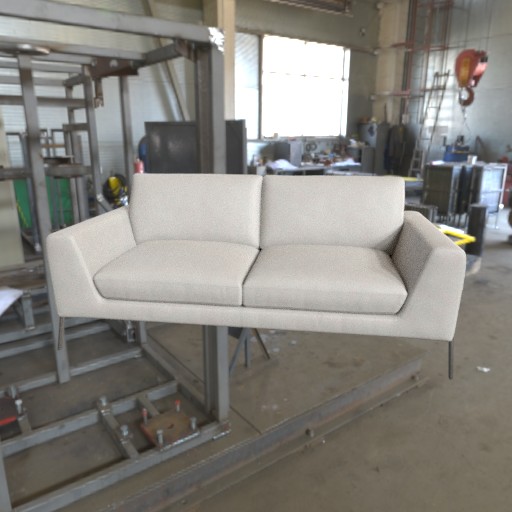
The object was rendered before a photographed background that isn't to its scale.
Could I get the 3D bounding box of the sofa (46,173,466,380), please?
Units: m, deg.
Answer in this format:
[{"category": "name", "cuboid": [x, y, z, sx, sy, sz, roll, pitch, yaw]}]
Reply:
[{"category": "sofa", "cuboid": [0.000, 0.000, 2.550, 2.017, 0.875, 0.953, 2, 16, 8]}]
